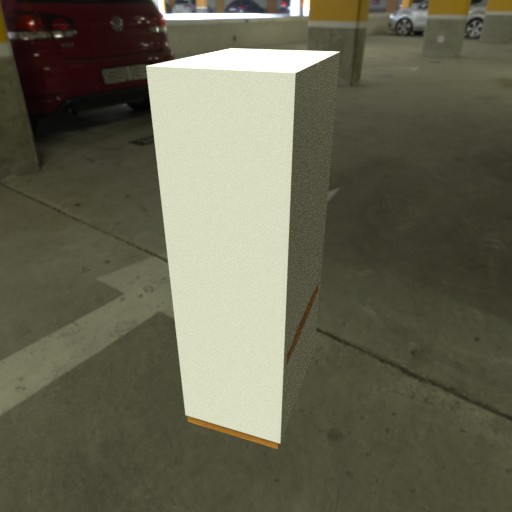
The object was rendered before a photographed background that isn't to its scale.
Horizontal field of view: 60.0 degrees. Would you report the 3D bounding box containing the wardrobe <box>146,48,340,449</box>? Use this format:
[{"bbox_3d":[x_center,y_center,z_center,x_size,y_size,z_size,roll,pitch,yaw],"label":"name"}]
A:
[{"bbox_3d":[0.000,0.000,2.489,0.600,2.040,0.860,10,31,17],"label":"wardrobe"}]
